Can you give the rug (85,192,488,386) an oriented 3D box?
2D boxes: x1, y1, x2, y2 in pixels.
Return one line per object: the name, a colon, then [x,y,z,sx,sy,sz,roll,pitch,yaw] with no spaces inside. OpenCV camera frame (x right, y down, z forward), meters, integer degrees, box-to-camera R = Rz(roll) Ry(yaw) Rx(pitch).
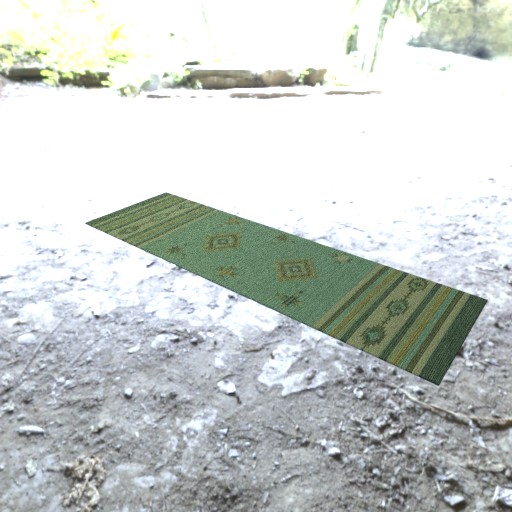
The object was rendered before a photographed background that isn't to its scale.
rug: [0.000,0.000,2.677,2.441,0.010,0.744,21,36,33]
